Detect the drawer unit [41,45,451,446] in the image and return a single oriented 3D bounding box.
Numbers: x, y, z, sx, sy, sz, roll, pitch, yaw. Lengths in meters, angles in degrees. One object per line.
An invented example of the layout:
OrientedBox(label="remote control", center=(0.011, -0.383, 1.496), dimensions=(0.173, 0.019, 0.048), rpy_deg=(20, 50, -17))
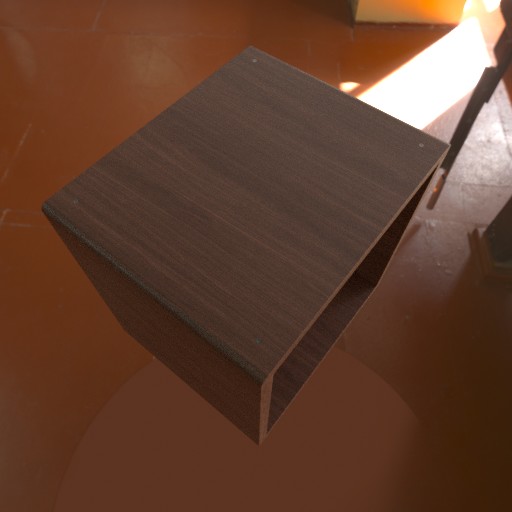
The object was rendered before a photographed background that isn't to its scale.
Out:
OrientedBox(label="drawer unit", center=(0.000, 0.000, 0.627), dimensions=(0.290, 0.351, 0.349), rpy_deg=(34, 65, 19))
